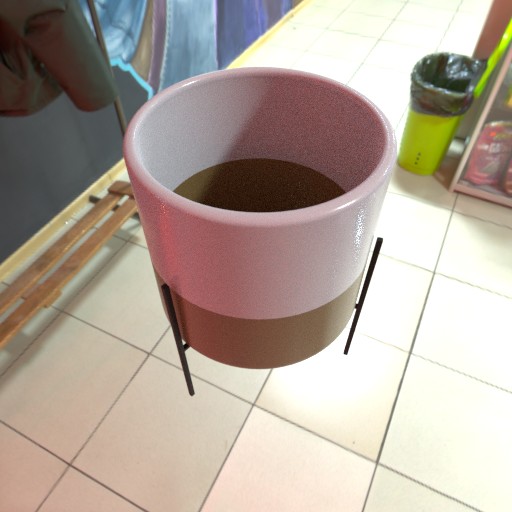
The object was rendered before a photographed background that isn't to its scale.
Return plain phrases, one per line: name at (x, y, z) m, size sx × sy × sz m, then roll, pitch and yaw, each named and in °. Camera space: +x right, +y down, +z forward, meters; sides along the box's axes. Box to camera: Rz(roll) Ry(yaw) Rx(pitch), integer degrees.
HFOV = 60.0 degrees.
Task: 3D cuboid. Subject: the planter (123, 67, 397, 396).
planter at (0.000, 0.000, 0.653) m, size 0.310 × 0.432 × 0.310 m, roll -24°, pitch 53°, yaw -20°
